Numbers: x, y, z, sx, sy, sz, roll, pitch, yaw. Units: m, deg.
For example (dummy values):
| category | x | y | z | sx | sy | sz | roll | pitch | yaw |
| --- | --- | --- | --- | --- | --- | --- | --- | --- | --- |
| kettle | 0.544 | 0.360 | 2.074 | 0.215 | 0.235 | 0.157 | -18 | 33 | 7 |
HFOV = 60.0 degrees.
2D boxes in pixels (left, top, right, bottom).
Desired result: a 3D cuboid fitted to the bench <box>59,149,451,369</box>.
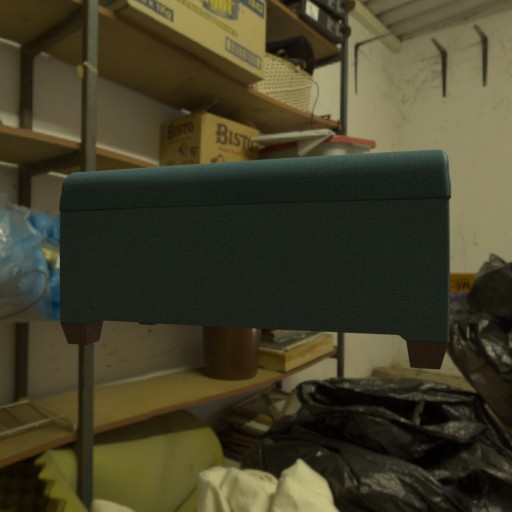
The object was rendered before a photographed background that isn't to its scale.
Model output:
| category | x | y | z | sx | sy | sz | roll | pitch | yaw |
| --- | --- | --- | --- | --- | --- | --- | --- | --- | --- |
| bench | 0.000 | 0.000 | 1.257 | 0.995 | 0.474 | 0.476 | 0 | 0 | 17 |
